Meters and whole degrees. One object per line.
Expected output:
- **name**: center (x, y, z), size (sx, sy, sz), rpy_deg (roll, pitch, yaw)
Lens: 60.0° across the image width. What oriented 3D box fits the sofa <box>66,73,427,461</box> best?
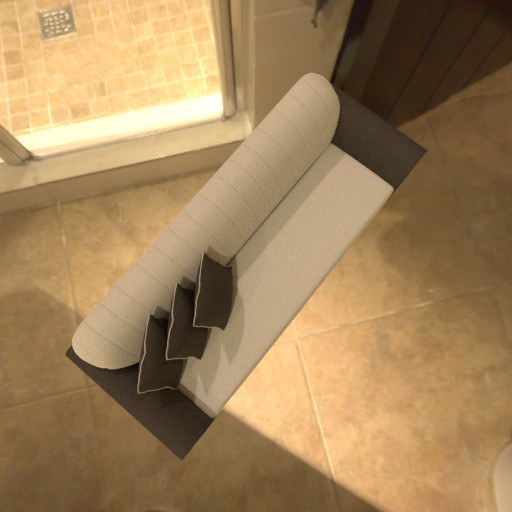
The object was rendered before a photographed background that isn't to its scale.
- **sofa**: center (0.000, 0.000, 2.448), size (0.755, 0.787, 2.001), rpy_deg (38, 80, 8)
